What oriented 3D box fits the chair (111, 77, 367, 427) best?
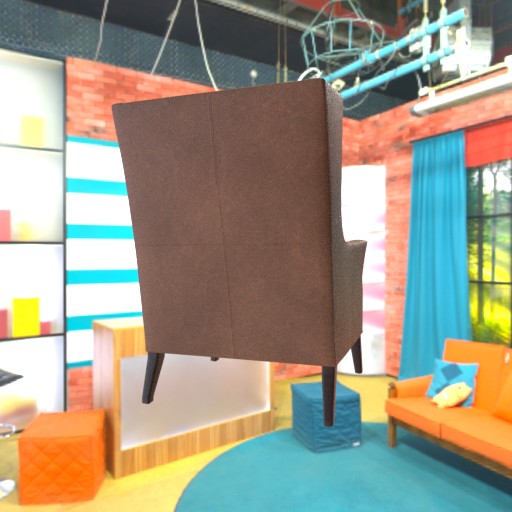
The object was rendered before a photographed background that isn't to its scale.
[{"bbox_3d":[0.000,0.000,1.775,0.815,1.088,0.913,0,0,19],"label":"chair"}]
